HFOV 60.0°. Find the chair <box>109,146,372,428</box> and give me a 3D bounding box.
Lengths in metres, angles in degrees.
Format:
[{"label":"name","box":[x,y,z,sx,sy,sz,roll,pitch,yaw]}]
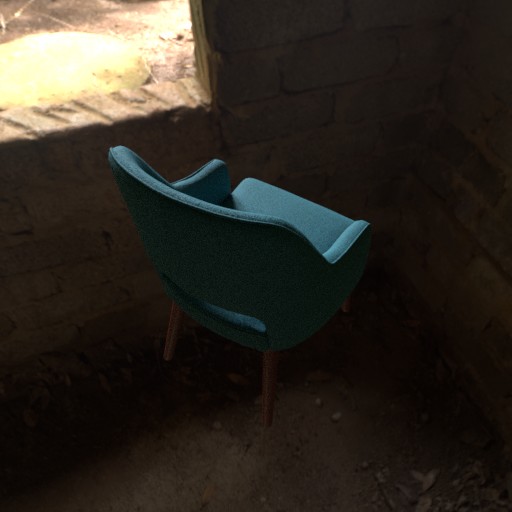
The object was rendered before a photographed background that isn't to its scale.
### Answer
[{"label":"chair","box":[0.000,0.000,1.262,0.548,0.849,0.605,27,53,22]}]
